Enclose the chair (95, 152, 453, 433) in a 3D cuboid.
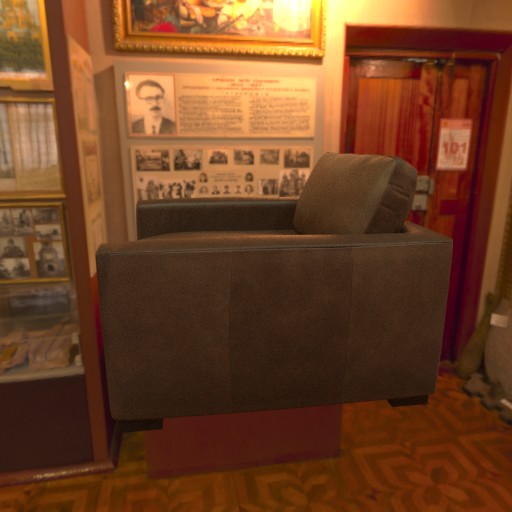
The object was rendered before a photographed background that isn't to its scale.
[{"bbox_3d":[0.000,0.000,1.793,1.069,0.812,1.100,-2,15,-8],"label":"chair"}]
